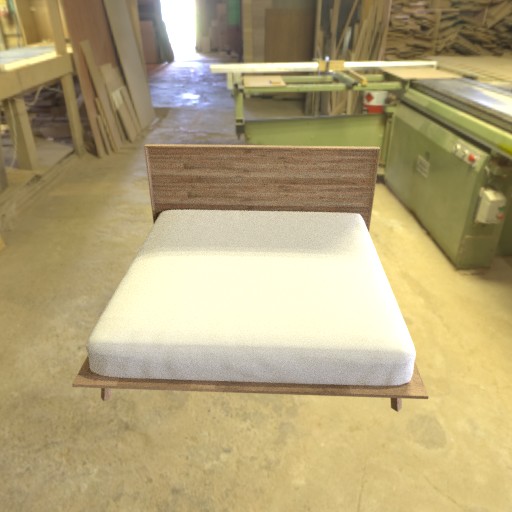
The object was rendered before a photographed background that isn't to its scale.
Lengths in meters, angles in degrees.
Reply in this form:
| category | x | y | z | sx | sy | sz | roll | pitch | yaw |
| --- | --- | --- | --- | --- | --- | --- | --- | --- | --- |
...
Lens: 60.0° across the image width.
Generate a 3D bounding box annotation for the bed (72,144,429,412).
| category | x | y | z | sx | sy | sz | roll | pitch | yaw |
| --- | --- | --- | --- | --- | --- | --- | --- | --- | --- |
| bed | 0.000 | 0.000 | 3.350 | 2.116 | 1.100 | 2.167 | 1 | 29 | 2 |
